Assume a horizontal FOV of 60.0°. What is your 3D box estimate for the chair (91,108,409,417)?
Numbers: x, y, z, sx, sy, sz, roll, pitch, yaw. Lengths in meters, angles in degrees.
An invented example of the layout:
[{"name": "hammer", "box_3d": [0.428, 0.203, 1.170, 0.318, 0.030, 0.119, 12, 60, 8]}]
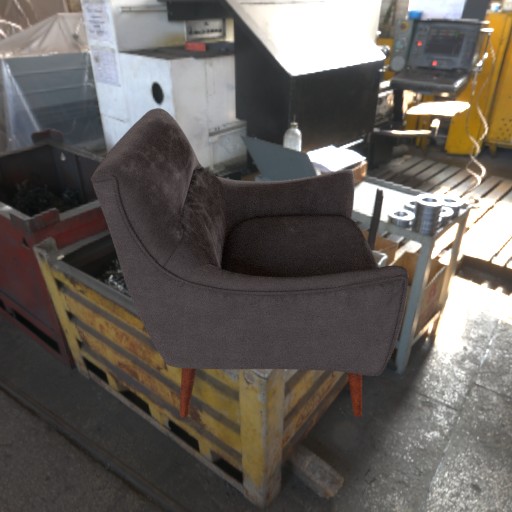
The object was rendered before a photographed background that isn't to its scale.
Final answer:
[{"name": "chair", "box_3d": [0.000, 0.000, 1.465, 0.787, 0.838, 0.762, 0, 31, 0]}]
